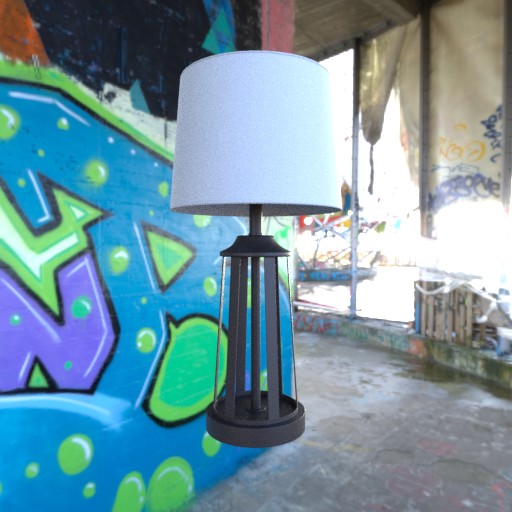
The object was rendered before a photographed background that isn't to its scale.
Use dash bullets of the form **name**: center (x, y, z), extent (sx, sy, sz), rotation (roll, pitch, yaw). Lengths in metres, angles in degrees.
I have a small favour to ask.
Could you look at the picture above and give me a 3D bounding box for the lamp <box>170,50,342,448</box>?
- **lamp**: center (0.000, 0.000, 0.659), extent (0.251, 0.509, 0.251), rotation (0, 1, 0)
